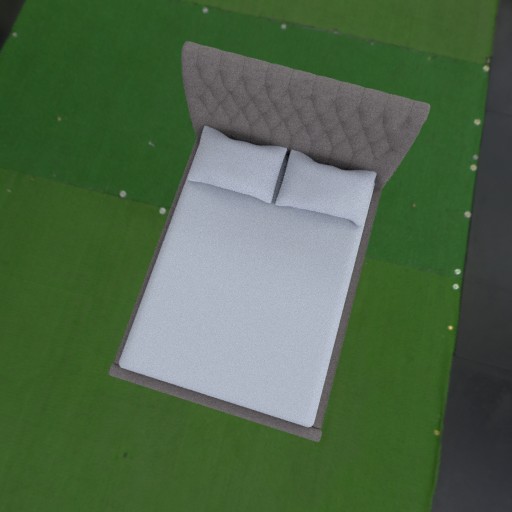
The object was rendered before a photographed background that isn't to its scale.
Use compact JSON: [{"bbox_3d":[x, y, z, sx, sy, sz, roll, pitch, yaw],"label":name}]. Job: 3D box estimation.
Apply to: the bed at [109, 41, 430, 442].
[{"bbox_3d":[0.000,0.000,3.243,1.645,1.371,2.252,16,76,4],"label":"bed"}]
